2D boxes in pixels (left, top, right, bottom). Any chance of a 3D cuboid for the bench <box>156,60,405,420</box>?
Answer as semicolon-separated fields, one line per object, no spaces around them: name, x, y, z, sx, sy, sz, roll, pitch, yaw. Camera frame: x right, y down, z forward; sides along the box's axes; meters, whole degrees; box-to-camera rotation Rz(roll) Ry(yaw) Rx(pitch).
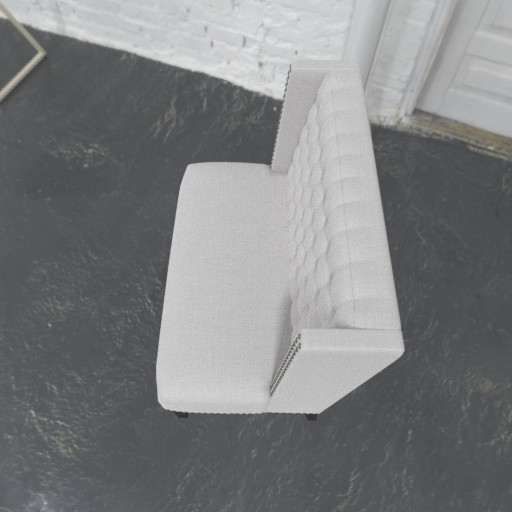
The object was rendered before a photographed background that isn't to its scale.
bench;0.000;0.000;2.013;0.847;1.123;1.280;1;60;1
